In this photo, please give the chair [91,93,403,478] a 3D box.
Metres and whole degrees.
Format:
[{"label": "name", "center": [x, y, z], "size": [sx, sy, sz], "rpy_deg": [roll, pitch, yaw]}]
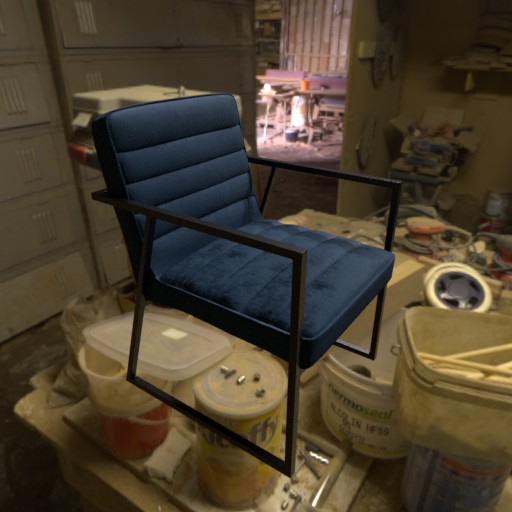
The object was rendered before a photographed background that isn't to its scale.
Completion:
[{"label": "chair", "center": [0.000, 0.000, 1.284], "size": [0.677, 0.833, 0.571], "rpy_deg": [17, 31, 31]}]
